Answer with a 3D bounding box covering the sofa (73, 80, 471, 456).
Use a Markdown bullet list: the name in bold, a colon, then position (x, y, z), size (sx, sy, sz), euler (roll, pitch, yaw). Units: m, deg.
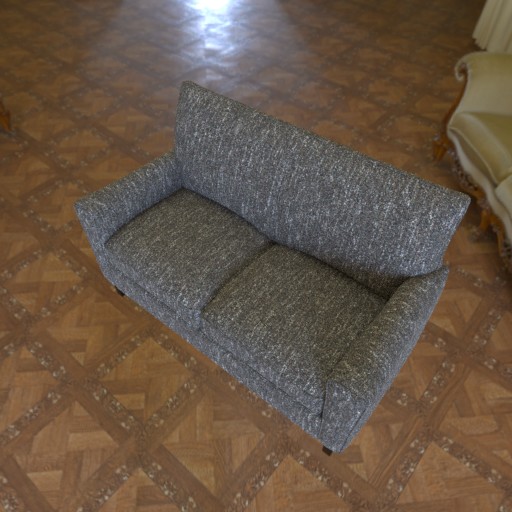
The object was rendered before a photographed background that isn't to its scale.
- **sofa**: position (0.000, 0.000, 2.009), size (1.519, 0.946, 0.801), euler (31, 55, 25)
